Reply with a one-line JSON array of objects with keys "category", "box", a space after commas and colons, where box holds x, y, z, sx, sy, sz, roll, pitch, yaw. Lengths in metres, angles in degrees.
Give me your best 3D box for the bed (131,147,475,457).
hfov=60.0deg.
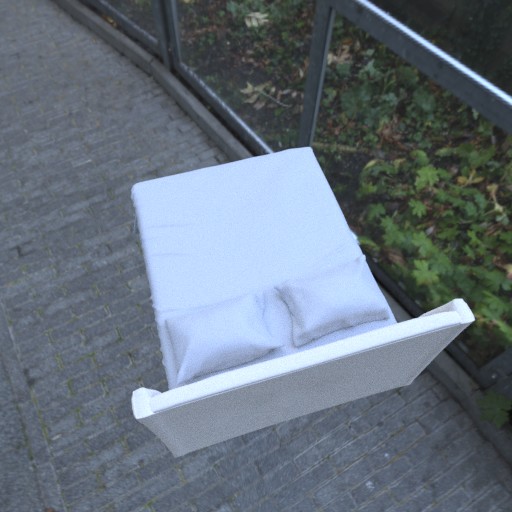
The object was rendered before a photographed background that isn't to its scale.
[{"category": "bed", "box": [0.000, 0.000, 3.434, 1.925, 1.332, 2.276, -14, 59, -8]}]
